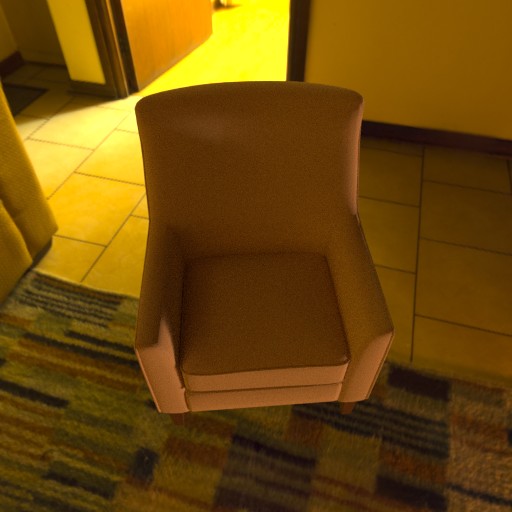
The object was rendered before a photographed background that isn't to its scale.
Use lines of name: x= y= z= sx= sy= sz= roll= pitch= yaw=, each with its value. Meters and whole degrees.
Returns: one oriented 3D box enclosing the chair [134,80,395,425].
chair: x=0.000 y=0.000 z=1.584 sx=0.756 sy=0.916 sz=0.879 roll=-3 pitch=47 yaw=-3
